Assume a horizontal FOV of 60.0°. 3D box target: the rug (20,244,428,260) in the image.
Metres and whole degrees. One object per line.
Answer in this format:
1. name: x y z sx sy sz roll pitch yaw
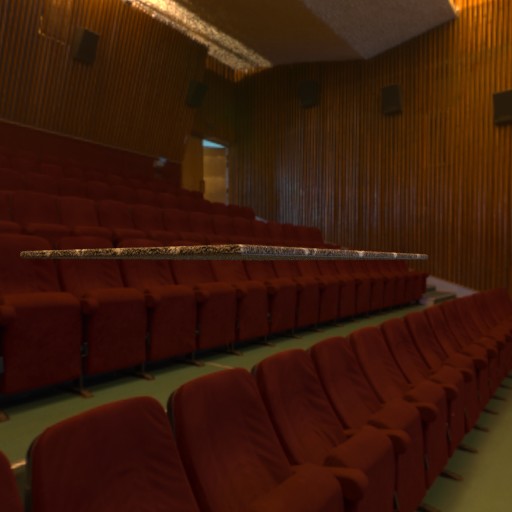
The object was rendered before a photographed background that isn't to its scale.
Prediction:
1. rug: 0.000 0.000 2.257 1.219 0.030 1.778 -1 -1 36
